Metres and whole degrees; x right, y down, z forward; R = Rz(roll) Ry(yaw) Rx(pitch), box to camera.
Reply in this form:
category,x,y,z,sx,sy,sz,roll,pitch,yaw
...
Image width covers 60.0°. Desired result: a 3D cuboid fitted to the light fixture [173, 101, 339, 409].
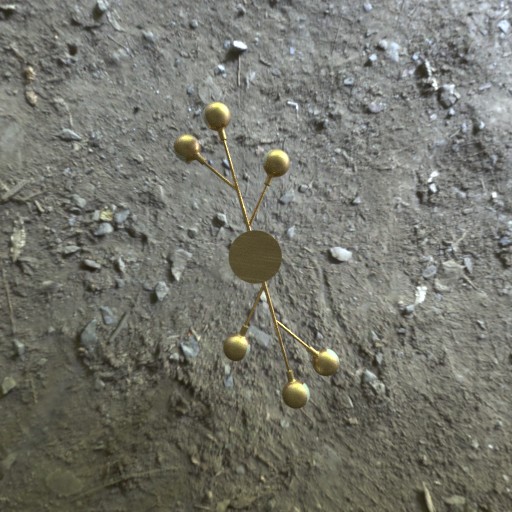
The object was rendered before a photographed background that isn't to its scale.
category,x,y,z,sx,sy,sz,roll,pitch,yaw
light fixture,0.000,0.000,1.016,0.434,0.362,0.778,0,91,0
